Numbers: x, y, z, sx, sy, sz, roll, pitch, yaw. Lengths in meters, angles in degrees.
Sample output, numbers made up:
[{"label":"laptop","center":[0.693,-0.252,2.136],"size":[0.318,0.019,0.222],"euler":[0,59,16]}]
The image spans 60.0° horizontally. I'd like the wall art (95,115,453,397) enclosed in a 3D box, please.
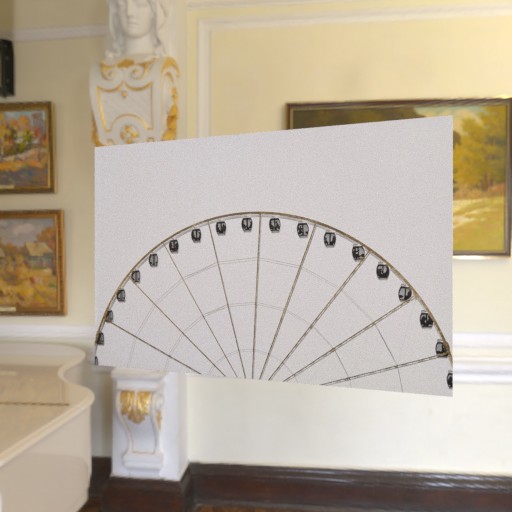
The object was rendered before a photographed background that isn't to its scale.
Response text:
[{"label":"wall art","center":[0.000,0.000,0.474],"size":[0.384,0.254,0.039],"euler":[0,0,18]}]
